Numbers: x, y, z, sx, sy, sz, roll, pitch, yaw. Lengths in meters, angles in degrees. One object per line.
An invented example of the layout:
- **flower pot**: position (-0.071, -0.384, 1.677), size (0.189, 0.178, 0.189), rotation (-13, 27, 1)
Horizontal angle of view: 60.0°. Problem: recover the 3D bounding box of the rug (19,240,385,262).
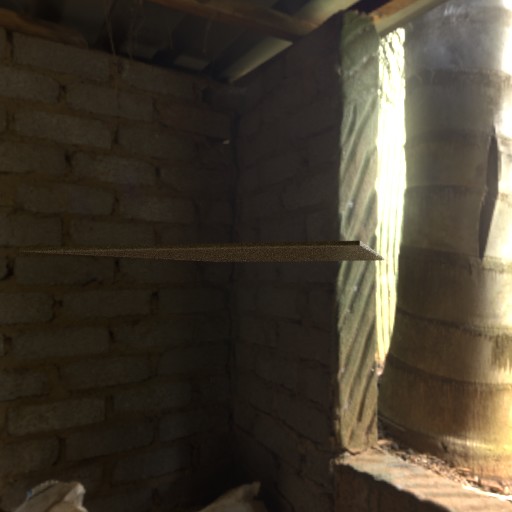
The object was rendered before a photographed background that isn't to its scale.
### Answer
- **rug**: position (0.000, 0.000, 2.874), size (1.532, 0.018, 2.297), rotation (-1, -2, 18)
